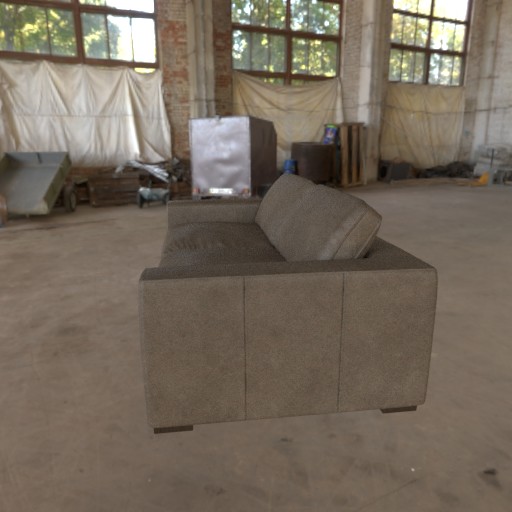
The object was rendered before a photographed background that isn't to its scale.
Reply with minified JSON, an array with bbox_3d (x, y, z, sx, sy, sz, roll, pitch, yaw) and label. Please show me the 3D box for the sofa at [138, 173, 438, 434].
[{"bbox_3d":[0.000,0.000,2.433,1.070,0.800,1.920,-2,15,-8],"label":"sofa"}]
